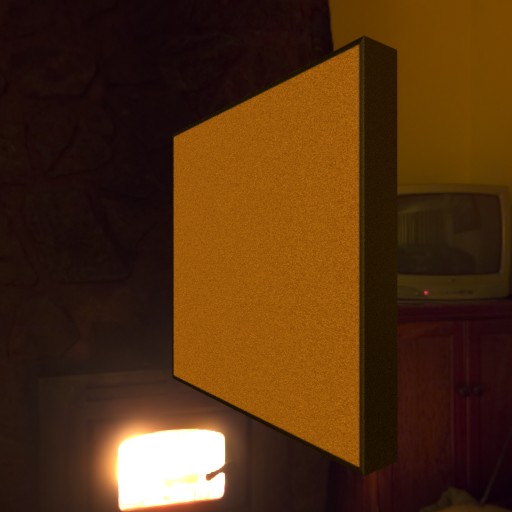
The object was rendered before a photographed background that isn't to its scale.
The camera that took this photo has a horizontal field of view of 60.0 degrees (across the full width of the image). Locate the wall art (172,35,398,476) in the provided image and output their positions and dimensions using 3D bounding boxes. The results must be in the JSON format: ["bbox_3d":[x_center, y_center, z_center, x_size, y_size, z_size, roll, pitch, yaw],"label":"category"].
[{"bbox_3d":[0.000,0.000,0.438,0.037,0.303,0.304,0,0,-36],"label":"wall art"}]
